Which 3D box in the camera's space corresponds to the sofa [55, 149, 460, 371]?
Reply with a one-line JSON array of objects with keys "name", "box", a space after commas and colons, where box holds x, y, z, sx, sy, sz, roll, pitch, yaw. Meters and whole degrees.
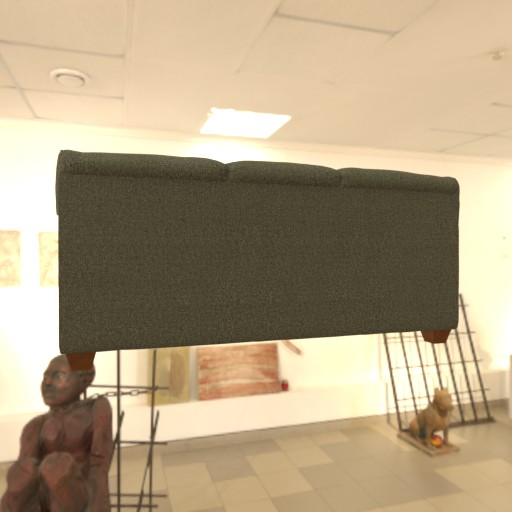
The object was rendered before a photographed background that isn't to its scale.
[{"name": "sofa", "box": [0.000, 0.000, 2.555, 2.024, 0.958, 0.997, 0, 1, -18]}]
